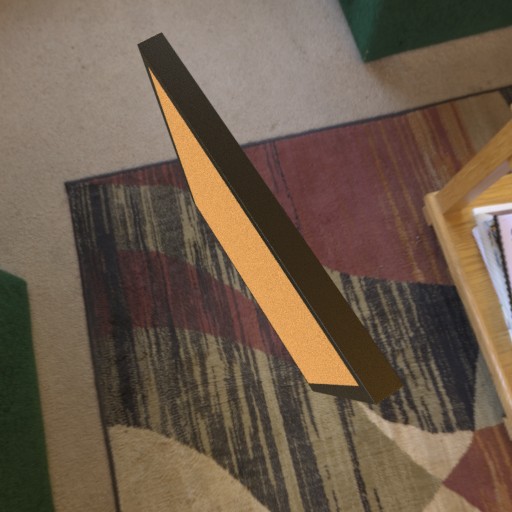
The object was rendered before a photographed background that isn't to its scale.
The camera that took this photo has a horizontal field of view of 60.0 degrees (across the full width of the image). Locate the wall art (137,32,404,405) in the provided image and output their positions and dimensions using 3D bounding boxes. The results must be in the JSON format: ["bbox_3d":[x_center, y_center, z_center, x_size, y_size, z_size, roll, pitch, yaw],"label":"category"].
[{"bbox_3d":[0.000,0.000,0.745,0.036,0.508,0.508,-31,77,-8],"label":"wall art"}]
